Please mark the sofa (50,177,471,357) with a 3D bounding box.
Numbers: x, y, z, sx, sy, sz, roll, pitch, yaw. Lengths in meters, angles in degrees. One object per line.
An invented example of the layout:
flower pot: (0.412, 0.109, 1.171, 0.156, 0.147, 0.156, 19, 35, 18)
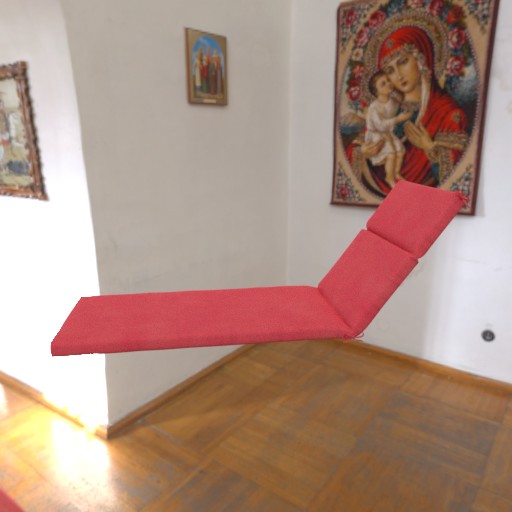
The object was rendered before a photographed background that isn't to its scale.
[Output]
sofa: (0.000, 0.000, 1.960, 1.663, 0.622, 0.582, -2, 16, -8)
